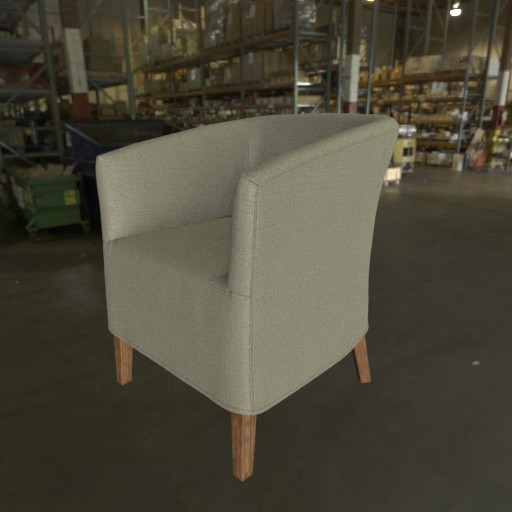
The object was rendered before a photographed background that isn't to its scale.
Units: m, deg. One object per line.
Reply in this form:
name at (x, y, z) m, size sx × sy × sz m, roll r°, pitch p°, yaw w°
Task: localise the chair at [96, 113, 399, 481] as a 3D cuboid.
chair at (0.000, 0.000, 1.251) m, size 0.600 × 0.771 × 0.668 m, roll 17°, pitch 24°, yaw 42°
